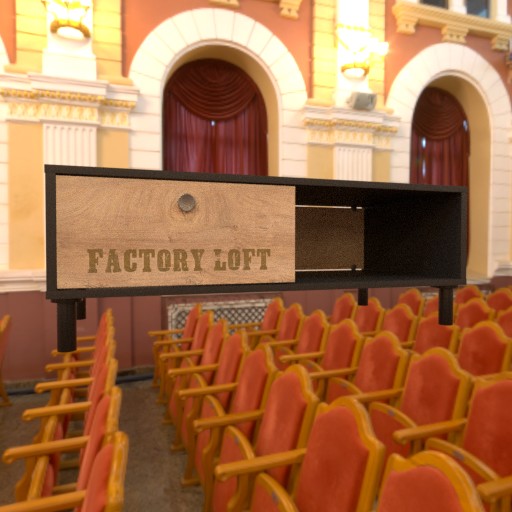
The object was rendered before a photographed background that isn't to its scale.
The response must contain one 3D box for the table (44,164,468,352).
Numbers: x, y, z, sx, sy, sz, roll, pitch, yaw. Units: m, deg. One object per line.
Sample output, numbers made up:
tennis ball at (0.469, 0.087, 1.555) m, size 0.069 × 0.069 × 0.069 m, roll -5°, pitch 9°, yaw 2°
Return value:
table at (0.000, 0.000, 1.345) m, size 1.100 × 0.400 × 0.550 m, roll 0°, pitch 1°, yaw -18°
